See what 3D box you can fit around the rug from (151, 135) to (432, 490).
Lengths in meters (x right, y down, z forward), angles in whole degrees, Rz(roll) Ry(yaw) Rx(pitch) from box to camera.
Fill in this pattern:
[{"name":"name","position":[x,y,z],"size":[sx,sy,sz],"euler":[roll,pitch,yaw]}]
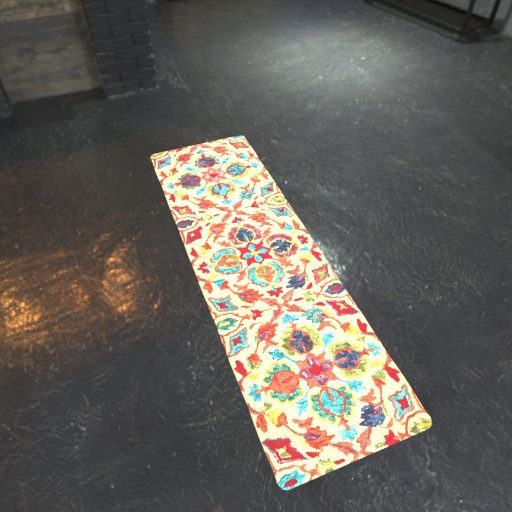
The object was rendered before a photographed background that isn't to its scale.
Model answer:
[{"name":"rug","position":[0.000,0.000,2.438],"size":[0.693,0.016,2.273],"euler":[-16,50,-14]}]
